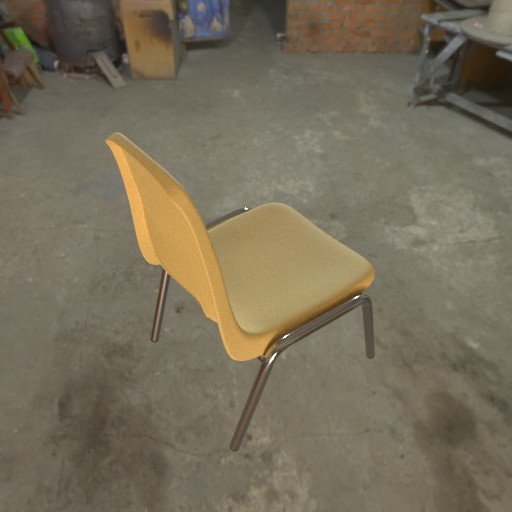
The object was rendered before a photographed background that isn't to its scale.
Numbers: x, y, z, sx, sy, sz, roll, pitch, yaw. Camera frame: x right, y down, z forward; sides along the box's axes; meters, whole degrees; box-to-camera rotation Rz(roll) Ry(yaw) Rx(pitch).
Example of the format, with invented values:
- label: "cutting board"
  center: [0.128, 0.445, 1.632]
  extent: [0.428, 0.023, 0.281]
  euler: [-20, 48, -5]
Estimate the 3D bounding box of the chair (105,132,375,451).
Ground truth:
- label: "chair"
  center: [0.000, 0.000, 0.803]
  extent: [0.385, 0.536, 0.354]
  euler: [-26, 47, -27]
